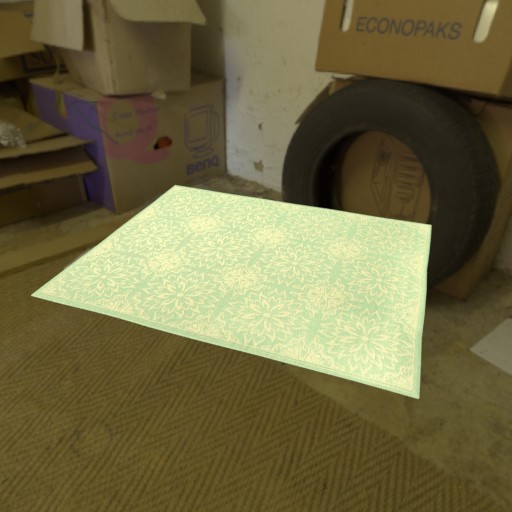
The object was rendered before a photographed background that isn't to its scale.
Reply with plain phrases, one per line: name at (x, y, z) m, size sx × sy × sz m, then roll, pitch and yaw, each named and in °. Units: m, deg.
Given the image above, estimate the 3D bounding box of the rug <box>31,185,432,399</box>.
rug at (0.000, 0.000, 4.057) m, size 2.980 × 0.012 × 2.363 m, roll 11°, pitch 34°, yaw 17°
